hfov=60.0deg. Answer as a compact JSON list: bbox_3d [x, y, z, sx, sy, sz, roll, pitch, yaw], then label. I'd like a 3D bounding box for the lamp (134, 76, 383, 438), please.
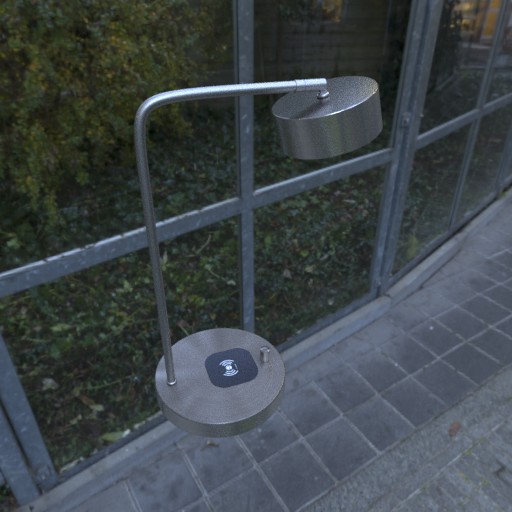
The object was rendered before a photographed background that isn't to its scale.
[{"bbox_3d":[0.000,0.000,0.635,0.334,0.469,0.211,-10,32,-17],"label":"lamp"}]
